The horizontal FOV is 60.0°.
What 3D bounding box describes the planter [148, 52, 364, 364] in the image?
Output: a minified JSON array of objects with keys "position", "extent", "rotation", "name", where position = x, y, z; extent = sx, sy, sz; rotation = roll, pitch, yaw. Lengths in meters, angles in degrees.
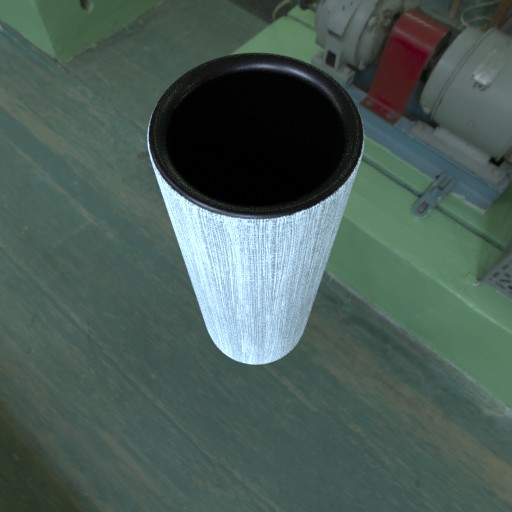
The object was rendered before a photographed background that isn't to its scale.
[{"position":[0.000,0.000,0.323],"extent":[0.100,0.270,0.100],"rotation":[37,69,17],"name":"planter"}]
